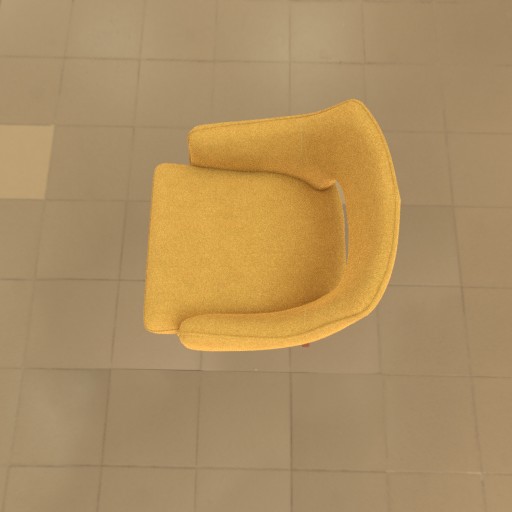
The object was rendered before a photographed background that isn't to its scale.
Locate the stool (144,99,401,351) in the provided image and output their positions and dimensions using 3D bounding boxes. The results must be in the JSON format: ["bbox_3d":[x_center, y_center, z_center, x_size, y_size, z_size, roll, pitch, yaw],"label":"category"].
[{"bbox_3d":[0.000,0.000,1.270,0.558,0.924,0.548,1,76,0],"label":"stool"}]
